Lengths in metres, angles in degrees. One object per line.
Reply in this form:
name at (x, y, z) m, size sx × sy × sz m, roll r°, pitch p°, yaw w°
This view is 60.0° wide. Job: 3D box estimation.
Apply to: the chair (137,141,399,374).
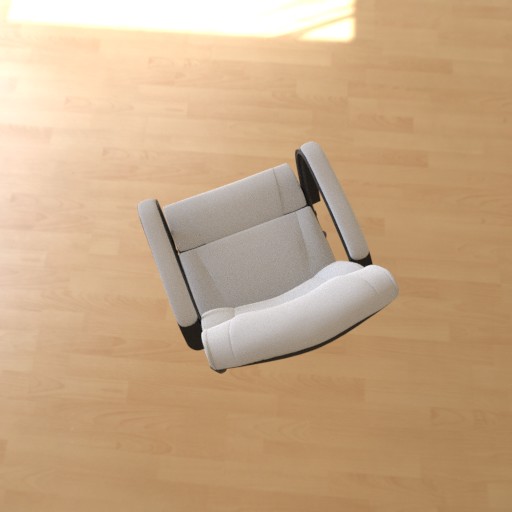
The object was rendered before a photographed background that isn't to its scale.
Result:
chair at (0.000, 0.000, 1.466) m, size 0.739 × 1.004 × 0.717 m, roll -20°, pitch 75°, yaw -6°
